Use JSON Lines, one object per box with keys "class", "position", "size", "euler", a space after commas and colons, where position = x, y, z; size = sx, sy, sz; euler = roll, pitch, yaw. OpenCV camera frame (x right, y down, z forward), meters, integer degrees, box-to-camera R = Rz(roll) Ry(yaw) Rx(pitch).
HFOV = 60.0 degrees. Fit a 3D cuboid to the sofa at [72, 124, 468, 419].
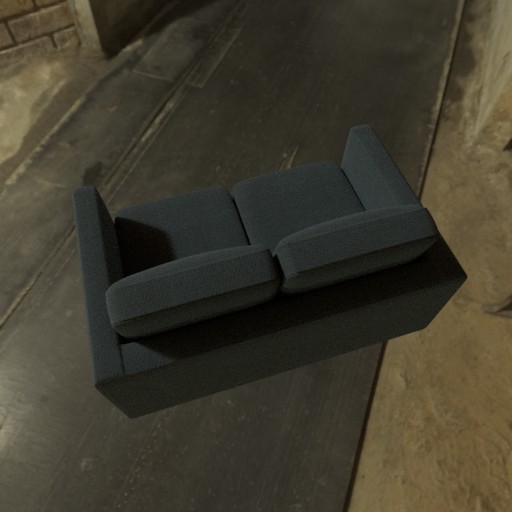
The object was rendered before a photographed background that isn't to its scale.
{"class": "sofa", "position": [0.000, 0.000, 2.149], "size": [1.518, 0.930, 0.999], "euler": [-15, 59, -9]}
